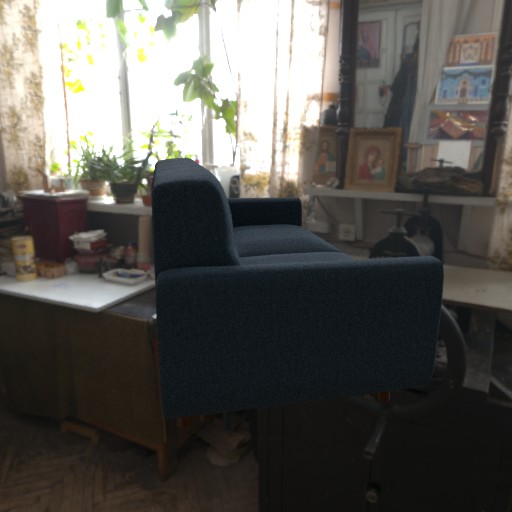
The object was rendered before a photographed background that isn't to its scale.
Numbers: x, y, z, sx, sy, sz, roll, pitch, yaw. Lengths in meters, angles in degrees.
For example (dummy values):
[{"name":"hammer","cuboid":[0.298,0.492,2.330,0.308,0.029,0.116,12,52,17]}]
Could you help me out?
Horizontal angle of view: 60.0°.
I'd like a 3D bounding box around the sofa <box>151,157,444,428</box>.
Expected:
[{"name":"sofa","cuboid":[0.000,0.000,2.154,0.942,0.896,1.651,-3,15,-12]}]
